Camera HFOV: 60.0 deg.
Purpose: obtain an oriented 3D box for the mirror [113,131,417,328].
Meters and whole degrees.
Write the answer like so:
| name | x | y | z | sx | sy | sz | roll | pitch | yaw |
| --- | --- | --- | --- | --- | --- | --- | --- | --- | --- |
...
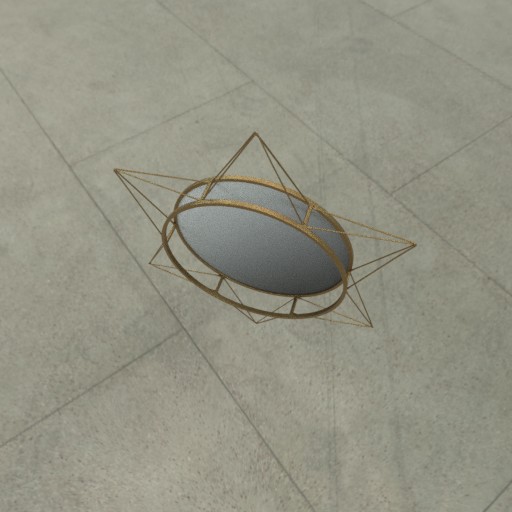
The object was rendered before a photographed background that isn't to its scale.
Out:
| name | x | y | z | sx | sy | sz | roll | pitch | yaw |
| --- | --- | --- | --- | --- | --- | --- | --- | --- | --- |
| mirror | 0.000 | 0.000 | 0.816 | 0.498 | 0.581 | 0.062 | 15 | 58 | 10 |
